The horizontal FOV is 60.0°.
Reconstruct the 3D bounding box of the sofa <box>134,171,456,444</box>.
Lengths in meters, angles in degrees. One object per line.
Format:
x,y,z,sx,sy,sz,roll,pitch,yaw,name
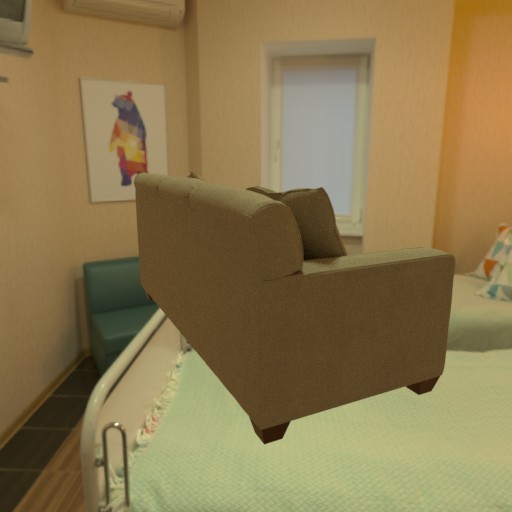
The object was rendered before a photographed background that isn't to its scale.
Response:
0.000,0.000,2.602,0.997,0.958,2.024,-6,15,-25,sofa
